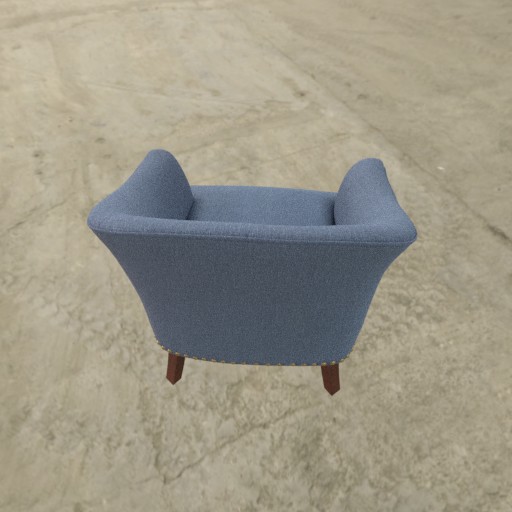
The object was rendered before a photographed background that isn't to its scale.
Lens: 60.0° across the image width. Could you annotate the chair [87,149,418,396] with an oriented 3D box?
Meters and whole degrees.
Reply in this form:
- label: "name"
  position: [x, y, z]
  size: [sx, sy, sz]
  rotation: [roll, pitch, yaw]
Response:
- label: "chair"
  position: [0.000, 0.000, 1.366]
  size: [0.772, 0.815, 0.704]
  rotation: [3, 46, 3]
